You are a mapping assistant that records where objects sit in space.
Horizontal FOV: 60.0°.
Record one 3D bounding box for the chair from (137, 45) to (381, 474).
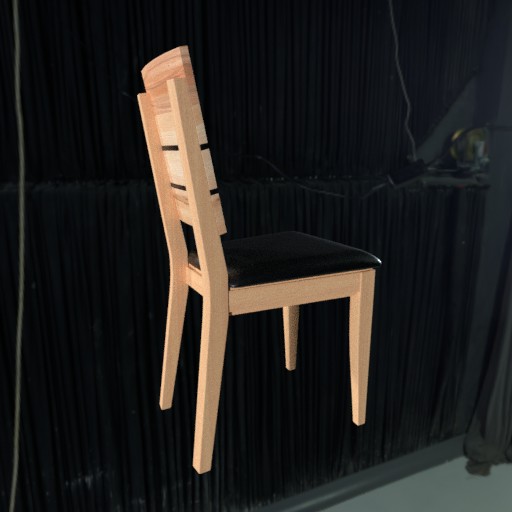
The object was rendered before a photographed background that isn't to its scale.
[{"bbox_3d":[0.000,0.000,1.187,0.520,0.940,0.410,-7,15,-27],"label":"chair"}]
